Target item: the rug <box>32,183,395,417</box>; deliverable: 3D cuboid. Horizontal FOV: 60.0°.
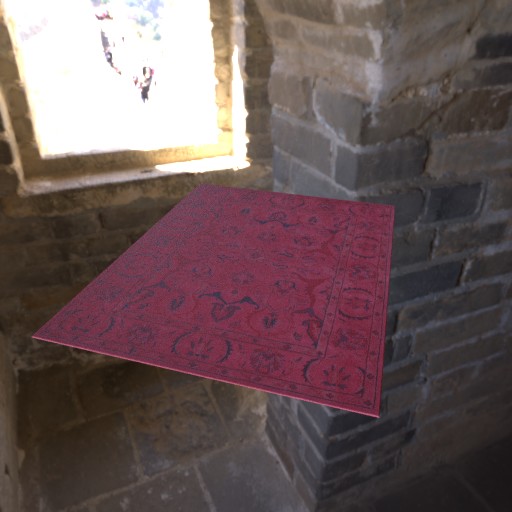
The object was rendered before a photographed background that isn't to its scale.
[{"bbox_3d":[0.000,0.000,3.927,2.300,0.012,2.929,9,32,14],"label":"rug"}]
